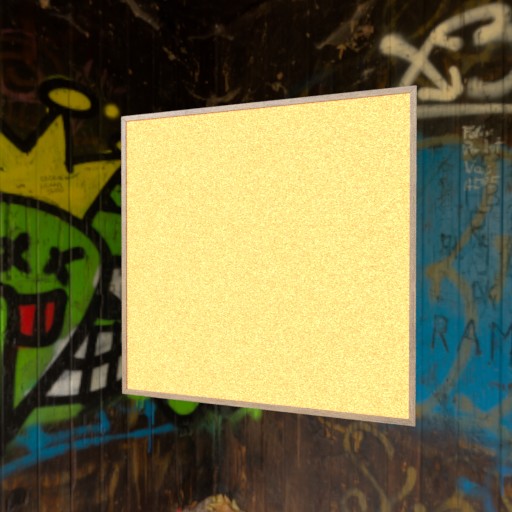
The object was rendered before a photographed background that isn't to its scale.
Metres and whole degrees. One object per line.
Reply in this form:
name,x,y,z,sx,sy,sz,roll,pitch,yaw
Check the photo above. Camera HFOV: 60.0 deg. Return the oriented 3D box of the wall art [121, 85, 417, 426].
wall art,0.000,0.000,1.118,0.758,0.758,0.039,0,1,18
